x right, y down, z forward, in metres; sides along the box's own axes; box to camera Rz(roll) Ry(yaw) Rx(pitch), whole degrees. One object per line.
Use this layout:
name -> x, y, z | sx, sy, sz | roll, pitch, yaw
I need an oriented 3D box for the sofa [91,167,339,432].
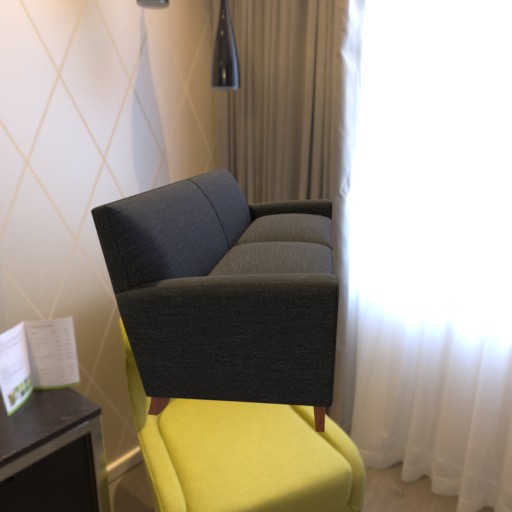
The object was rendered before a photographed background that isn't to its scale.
sofa -> 0.000, 0.000, 2.490 | 0.875, 0.846, 1.976 | 2, 15, 8
